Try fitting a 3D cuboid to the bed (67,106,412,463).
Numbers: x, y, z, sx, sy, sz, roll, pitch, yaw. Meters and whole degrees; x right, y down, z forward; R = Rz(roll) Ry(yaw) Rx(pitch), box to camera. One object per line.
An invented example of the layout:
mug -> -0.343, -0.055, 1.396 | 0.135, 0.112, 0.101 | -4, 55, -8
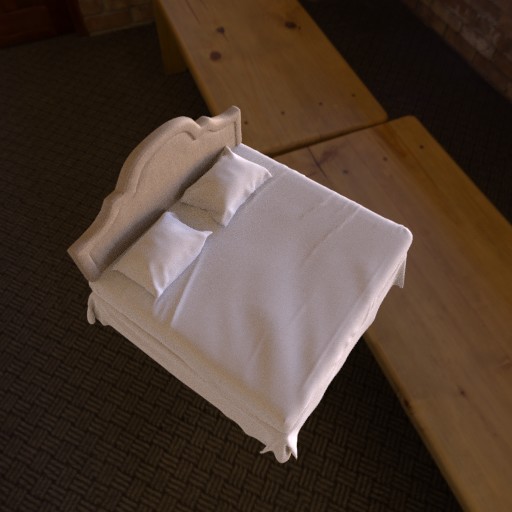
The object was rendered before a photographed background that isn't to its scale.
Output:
bed -> 0.000, 0.000, 3.674 | 2.222, 1.631, 2.303 | 32, 63, 18
